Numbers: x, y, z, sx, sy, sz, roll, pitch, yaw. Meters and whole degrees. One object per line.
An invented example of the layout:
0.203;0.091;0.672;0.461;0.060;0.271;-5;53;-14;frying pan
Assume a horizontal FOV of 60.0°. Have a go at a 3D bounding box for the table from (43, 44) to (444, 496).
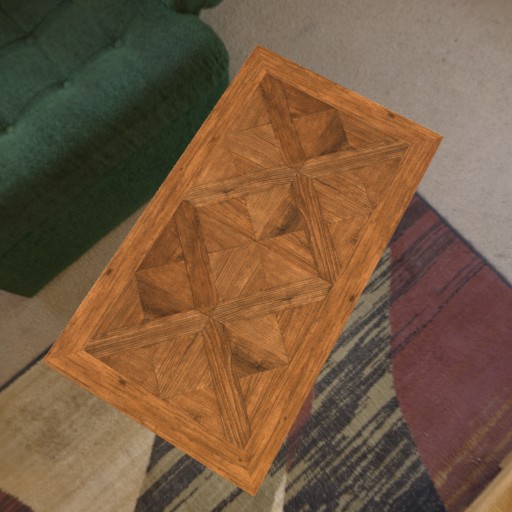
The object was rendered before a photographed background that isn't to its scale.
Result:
0.000;0.000;1.741;0.800;0.410;1.400;29;78;7;table
